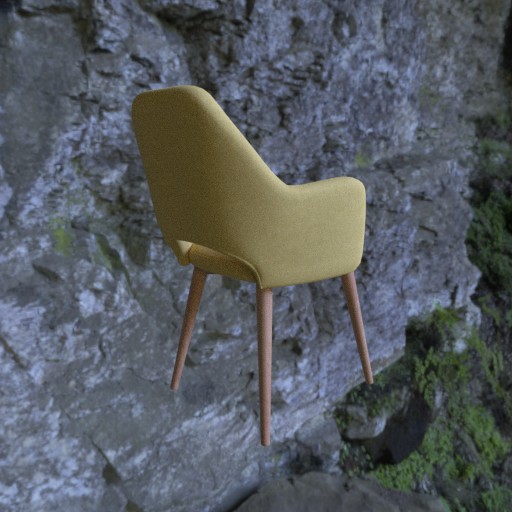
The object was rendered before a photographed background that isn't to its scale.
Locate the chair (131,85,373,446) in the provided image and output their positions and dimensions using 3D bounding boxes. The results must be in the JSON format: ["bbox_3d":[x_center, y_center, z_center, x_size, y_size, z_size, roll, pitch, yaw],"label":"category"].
[{"bbox_3d":[0.000,0.000,1.244,0.590,0.840,0.610,13,19,42],"label":"chair"}]
